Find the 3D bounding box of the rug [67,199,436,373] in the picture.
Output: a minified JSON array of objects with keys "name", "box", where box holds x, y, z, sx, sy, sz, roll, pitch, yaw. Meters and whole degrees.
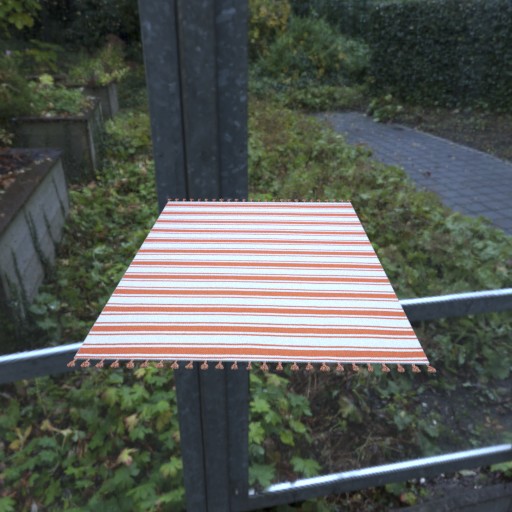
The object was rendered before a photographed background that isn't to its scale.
[{"name":"rug","box":[0.000,0.000,4.434,2.451,0.035,3.369,1,27,1]}]
